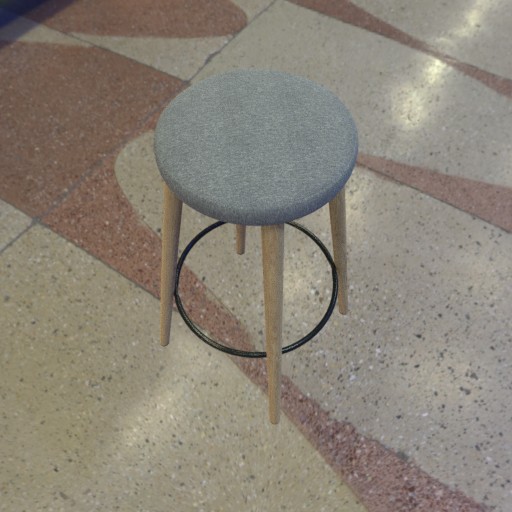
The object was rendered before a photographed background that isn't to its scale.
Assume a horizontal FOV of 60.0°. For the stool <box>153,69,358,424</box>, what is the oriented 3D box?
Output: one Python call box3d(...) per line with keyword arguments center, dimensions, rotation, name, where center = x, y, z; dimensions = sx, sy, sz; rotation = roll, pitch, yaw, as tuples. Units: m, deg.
box3d(center=(0.000, 0.000, 0.992), dimensions=(0.410, 0.770, 0.410), rotation=(30, 62, 18), name="stool")
